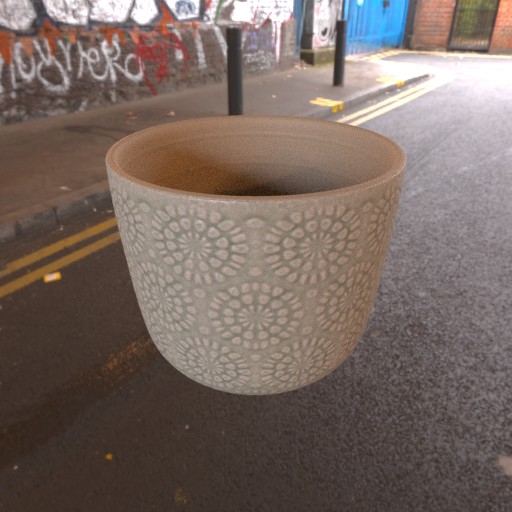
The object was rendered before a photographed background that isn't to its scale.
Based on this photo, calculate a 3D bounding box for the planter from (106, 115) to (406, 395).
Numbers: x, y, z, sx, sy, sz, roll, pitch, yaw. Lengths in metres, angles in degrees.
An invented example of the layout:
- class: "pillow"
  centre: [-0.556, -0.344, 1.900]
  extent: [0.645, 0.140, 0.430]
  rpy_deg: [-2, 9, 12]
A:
- class: "planter"
  centre: [0.000, 0.000, 0.216]
  extent: [0.124, 0.109, 0.124]
  rpy_deg: [0, 29, 0]
